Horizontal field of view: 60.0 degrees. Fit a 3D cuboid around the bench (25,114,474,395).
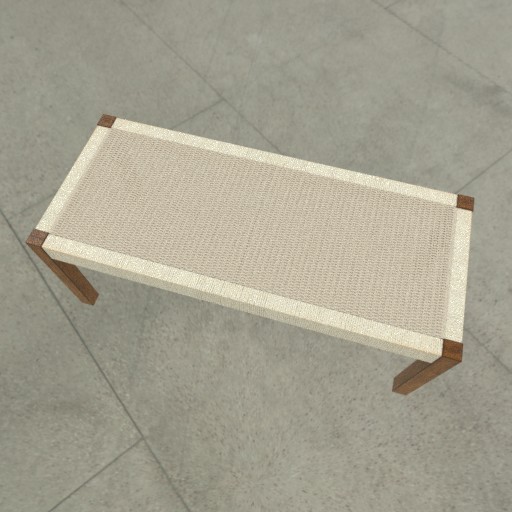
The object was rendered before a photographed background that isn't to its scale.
[{"bbox_3d":[0.000,0.000,1.476,1.198,0.457,0.507,14,64,7],"label":"bench"}]
